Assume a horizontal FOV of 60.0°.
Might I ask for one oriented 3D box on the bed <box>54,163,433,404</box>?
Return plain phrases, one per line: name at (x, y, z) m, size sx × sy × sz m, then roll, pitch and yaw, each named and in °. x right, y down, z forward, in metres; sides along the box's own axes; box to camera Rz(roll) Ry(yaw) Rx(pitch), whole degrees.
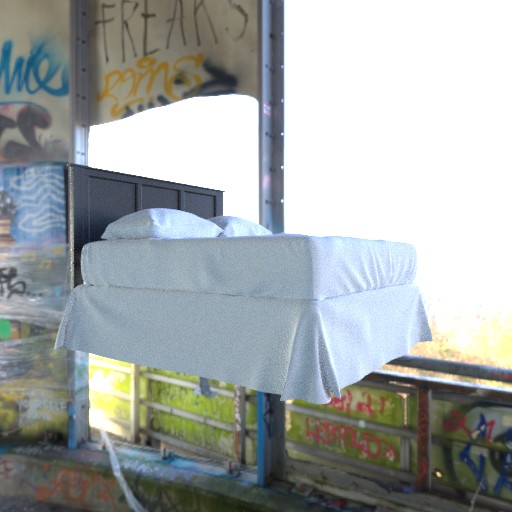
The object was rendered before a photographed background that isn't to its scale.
bed at (0.000, 0.000, 3.130) m, size 2.050 × 1.270 × 1.870 m, roll 0°, pitch 0°, yaw 36°
